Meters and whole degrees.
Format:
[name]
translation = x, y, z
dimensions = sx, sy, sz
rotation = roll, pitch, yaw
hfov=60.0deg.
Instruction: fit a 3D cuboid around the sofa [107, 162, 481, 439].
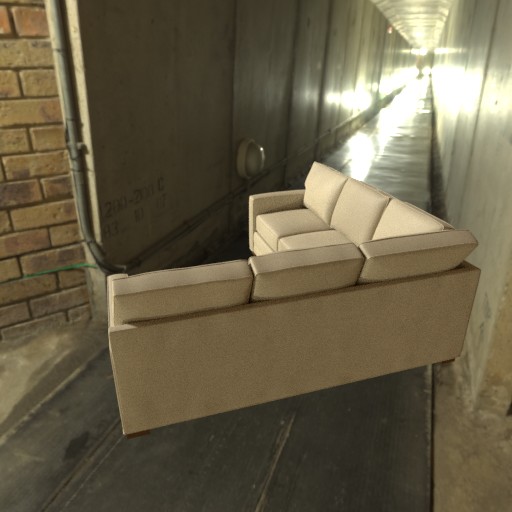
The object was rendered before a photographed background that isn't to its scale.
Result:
[sofa]
translation = 0.000, 0.000, 3.424
dimensions = 2.189, 0.939, 2.182
rotation = -8, 26, -16
